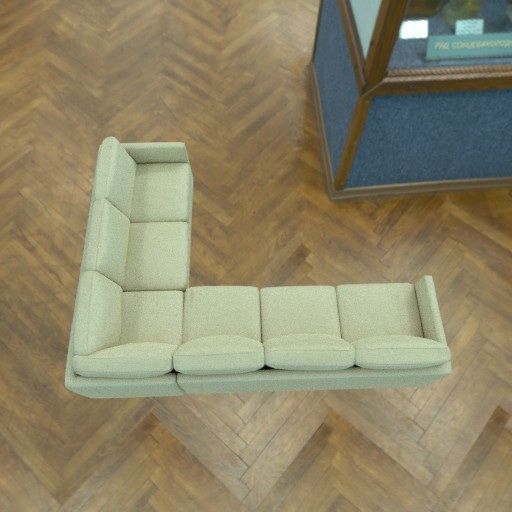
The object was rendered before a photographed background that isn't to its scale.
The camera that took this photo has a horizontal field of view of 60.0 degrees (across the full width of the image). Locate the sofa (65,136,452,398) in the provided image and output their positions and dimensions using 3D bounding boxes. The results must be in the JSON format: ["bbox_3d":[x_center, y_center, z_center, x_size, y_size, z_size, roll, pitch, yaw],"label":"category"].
[{"bbox_3d":[0.000,0.000,4.457,3.302,0.947,2.593,-2,65,-1],"label":"sofa"}]
